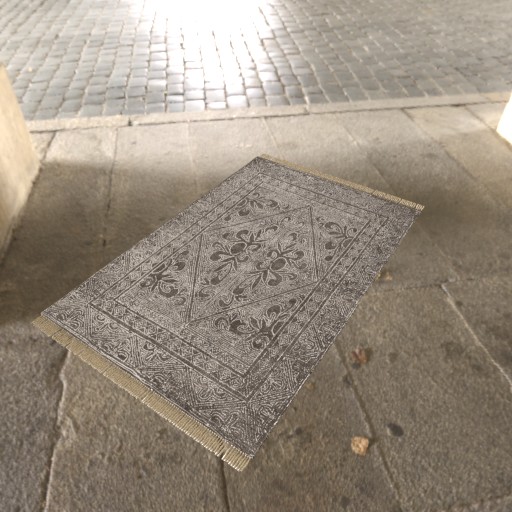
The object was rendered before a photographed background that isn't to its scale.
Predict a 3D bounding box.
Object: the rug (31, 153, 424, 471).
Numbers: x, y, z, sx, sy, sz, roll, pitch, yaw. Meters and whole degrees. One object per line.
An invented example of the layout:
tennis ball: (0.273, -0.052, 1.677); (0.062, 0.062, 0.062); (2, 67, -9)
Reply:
rug: (0.000, 0.000, 3.005); (1.529, 0.010, 2.440); (24, 47, 25)
